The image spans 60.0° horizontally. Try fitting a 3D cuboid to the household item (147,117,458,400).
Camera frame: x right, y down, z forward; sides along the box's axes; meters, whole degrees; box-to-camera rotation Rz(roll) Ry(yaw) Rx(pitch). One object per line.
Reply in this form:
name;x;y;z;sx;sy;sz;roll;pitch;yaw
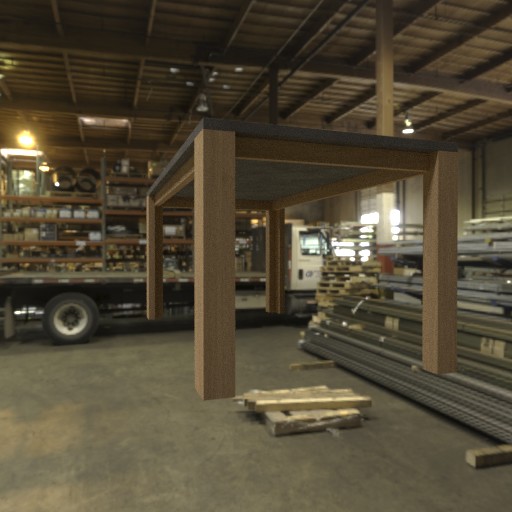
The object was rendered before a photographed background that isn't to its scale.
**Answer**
household item;0.000;0.000;2.075;0.850;0.755;1.600;0;1;-19
